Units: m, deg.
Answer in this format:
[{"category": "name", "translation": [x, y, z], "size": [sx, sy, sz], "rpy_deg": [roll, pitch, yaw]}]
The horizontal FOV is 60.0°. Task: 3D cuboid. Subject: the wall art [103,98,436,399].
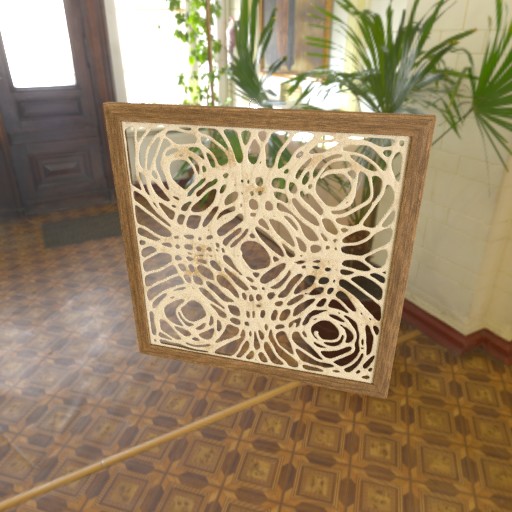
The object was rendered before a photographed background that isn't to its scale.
[{"category": "wall art", "translation": [0.000, 0.000, 0.855], "size": [0.561, 0.576, 0.021], "rpy_deg": [7, 28, 13]}]
